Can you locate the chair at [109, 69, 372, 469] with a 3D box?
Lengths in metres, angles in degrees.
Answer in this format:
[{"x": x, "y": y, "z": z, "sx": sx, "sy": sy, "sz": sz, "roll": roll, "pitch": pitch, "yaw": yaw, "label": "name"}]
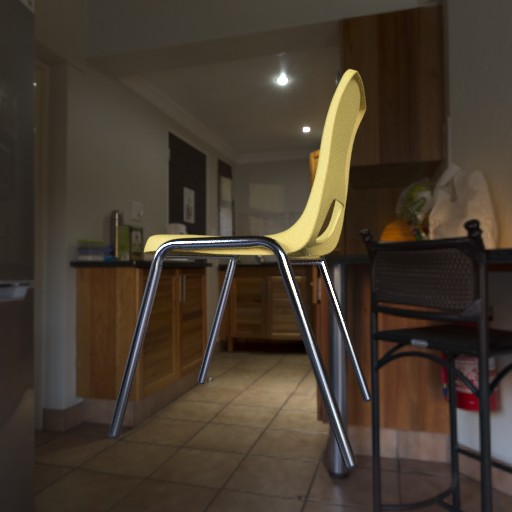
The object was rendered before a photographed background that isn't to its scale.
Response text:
[{"x": 0.000, "y": 0.000, "z": 0.905, "sx": 0.436, "sy": 0.653, "sz": 0.381, "roll": 0, "pitch": -1, "yaw": 18, "label": "chair"}]
